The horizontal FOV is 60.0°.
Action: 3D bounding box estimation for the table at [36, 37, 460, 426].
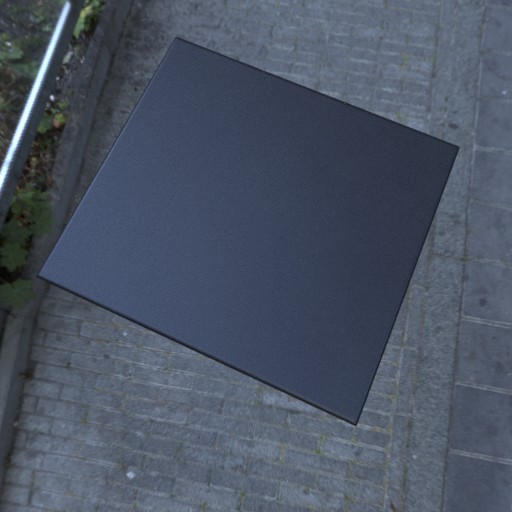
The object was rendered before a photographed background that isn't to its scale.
[{"bbox_3d":[0.000,0.000,0.924,0.488,0.565,0.442,24,77,6],"label":"table"}]
